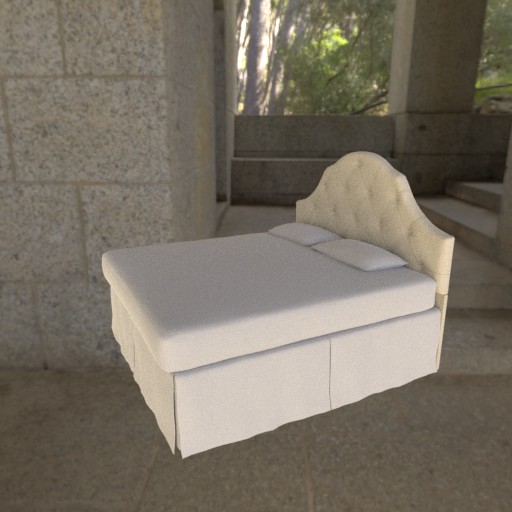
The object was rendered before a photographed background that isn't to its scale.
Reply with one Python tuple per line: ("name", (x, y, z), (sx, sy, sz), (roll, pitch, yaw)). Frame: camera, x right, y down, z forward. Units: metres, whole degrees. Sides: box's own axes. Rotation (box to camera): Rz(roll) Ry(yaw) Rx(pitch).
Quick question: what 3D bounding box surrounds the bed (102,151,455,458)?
("bed", (0.000, 0.000, 3.471), (2.086, 1.555, 2.012), (-8, 18, -26))
